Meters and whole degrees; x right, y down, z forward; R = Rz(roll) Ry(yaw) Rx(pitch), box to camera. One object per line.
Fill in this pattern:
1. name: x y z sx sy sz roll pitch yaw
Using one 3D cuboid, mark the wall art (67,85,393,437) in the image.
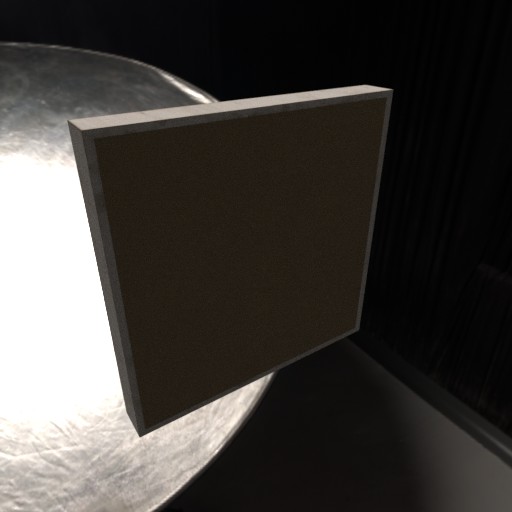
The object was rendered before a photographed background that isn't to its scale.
1. wall art: 0.000 0.000 0.456 0.305 0.303 0.038 -18 34 -29
